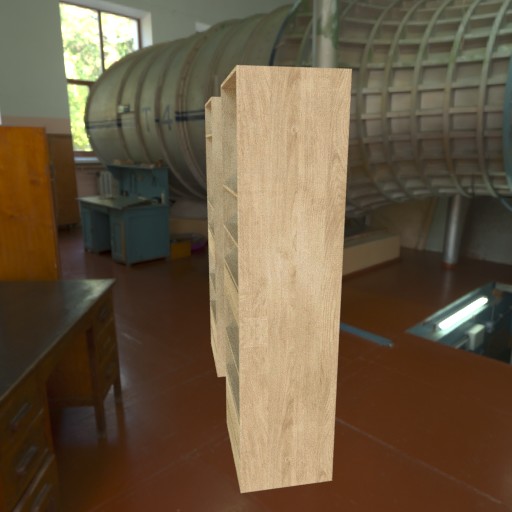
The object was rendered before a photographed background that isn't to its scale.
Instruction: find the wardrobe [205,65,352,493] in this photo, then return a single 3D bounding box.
[{"bbox_3d":[0.000,0.000,2.872,0.480,2.000,1.770,-3,14,-10],"label":"wardrobe"}]
